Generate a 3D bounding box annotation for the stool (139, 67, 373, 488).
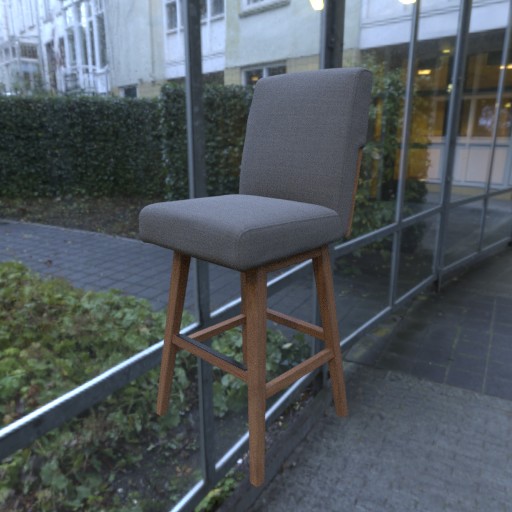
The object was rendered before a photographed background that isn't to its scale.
[{"bbox_3d":[0.000,0.000,1.376,0.483,1.112,0.570,15,21,42],"label":"stool"}]
